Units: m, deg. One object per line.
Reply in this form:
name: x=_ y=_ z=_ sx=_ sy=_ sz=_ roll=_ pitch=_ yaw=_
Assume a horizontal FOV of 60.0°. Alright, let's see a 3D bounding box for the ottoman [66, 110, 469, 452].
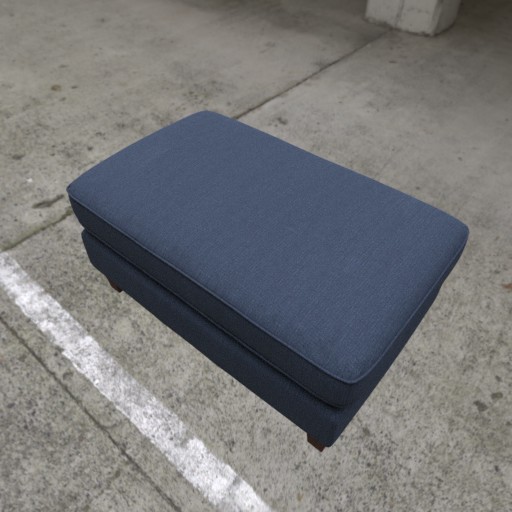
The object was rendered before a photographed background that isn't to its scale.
ottoman: x=0.000 y=0.000 z=1.201 sx=0.885 sy=0.438 sz=0.570 roll=31 pitch=53 yaw=26
